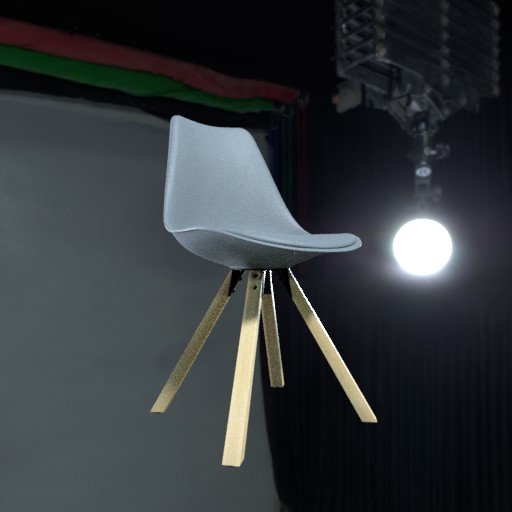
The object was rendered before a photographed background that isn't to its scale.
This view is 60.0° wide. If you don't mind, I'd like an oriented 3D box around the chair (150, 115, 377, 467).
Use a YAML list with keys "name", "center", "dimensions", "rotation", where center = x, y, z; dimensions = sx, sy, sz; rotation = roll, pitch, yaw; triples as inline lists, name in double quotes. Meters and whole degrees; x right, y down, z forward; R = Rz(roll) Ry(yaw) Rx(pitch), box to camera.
- name: "chair"
  center: [0.000, 0.000, 1.200]
  dimensions: [0.485, 0.850, 0.549]
  rotation: [0, -1, -35]
